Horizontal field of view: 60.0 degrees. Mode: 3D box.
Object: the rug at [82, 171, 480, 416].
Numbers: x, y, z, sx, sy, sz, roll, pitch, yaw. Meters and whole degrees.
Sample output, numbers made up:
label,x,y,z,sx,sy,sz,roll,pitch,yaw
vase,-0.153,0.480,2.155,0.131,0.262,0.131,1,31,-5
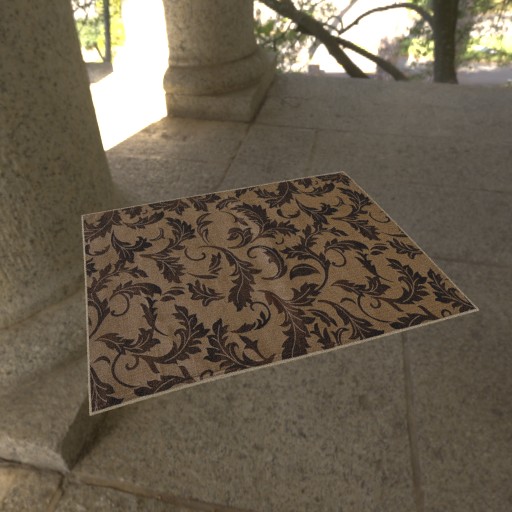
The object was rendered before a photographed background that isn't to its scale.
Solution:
label,x,y,z,sx,sy,sz,roll,pitch,yaw
rug,0.000,0.000,4.018,2.977,0.008,2.380,-12,41,-14
